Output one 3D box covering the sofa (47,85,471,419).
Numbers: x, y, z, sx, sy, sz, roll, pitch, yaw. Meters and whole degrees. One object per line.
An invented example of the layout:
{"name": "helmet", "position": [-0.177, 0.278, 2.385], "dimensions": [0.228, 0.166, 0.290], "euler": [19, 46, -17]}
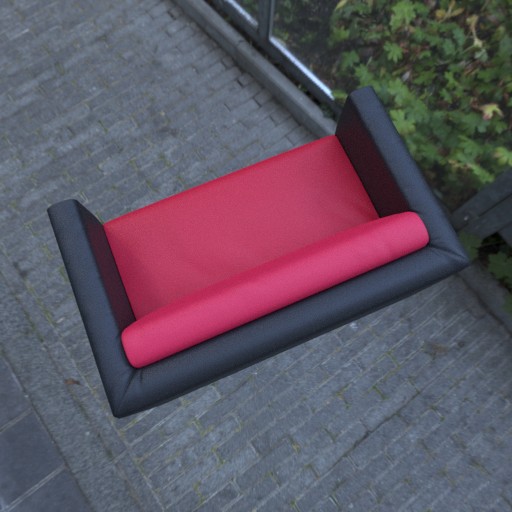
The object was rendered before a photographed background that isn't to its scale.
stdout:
{"name": "sofa", "position": [0.000, 0.000, 1.961], "dimensions": [1.410, 0.735, 0.845], "euler": [-22, 76, -6]}
